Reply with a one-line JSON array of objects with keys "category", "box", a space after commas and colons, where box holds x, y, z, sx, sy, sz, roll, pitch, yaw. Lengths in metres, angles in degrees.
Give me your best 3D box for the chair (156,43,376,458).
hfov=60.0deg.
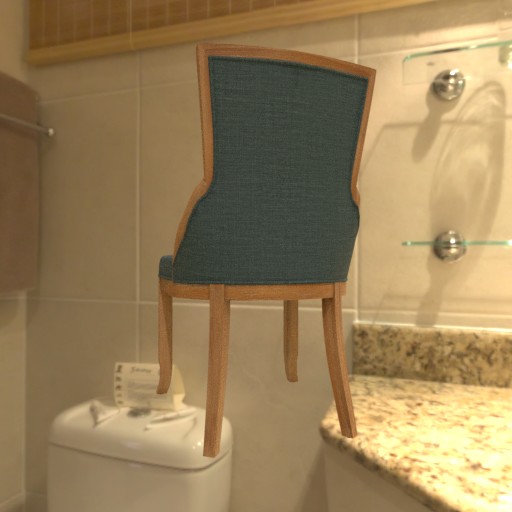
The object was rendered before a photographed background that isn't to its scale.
[{"category": "chair", "box": [0.000, 0.000, 1.321, 0.524, 0.947, 0.641, 0, -1, -18]}]
